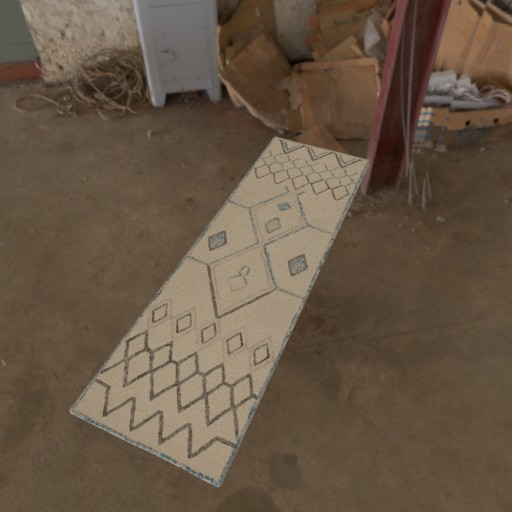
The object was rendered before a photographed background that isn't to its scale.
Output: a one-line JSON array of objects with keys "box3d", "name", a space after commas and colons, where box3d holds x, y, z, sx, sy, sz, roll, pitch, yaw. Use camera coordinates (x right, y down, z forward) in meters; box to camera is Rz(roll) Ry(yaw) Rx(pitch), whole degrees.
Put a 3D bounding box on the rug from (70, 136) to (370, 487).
[{"box3d": [0.000, 0.000, 2.649, 0.770, 0.013, 2.434, 18, 51, 16], "name": "rug"}]
